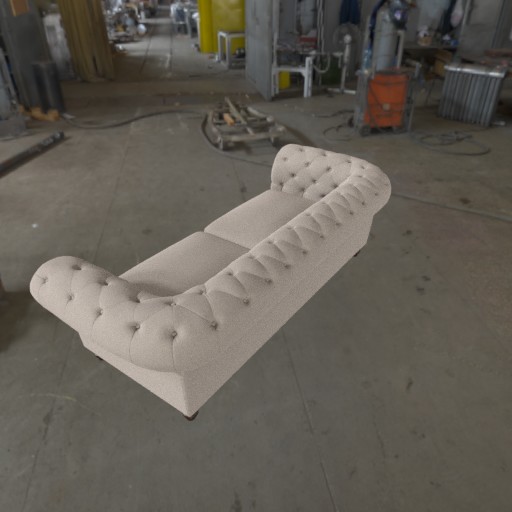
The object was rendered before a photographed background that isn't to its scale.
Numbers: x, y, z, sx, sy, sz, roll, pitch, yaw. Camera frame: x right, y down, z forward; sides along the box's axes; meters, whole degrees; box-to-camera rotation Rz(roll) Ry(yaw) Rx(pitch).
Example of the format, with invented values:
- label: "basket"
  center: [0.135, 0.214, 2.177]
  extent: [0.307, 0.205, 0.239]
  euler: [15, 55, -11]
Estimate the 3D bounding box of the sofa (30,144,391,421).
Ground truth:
- label: "sofa"
  center: [0.000, 0.000, 2.815]
  extent: [0.991, 0.749, 2.411]
  euler: [21, 38, 30]
